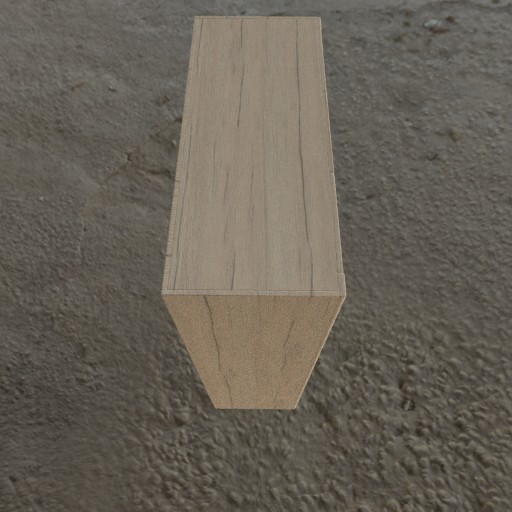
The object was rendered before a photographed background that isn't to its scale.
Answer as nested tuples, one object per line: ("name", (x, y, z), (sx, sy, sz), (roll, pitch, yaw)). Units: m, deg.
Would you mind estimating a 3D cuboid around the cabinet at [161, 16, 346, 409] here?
("cabinet", (0.000, 0.000, 2.626), (0.580, 2.070, 1.400), (1, 62, 0))
